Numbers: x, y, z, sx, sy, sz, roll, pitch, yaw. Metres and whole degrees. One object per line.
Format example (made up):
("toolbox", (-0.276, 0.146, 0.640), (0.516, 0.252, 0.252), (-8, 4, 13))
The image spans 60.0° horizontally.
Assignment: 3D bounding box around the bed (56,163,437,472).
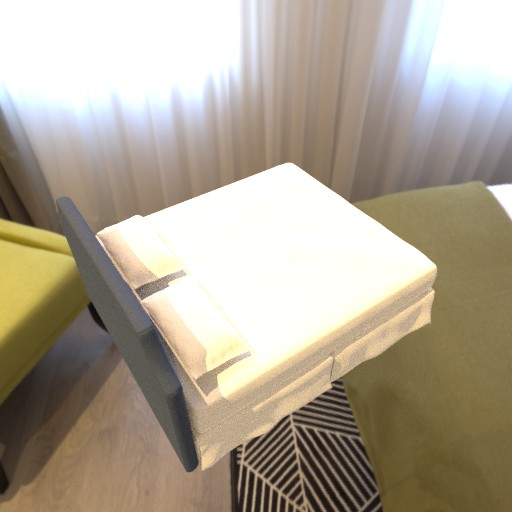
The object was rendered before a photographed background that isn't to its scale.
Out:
("bed", (0.000, 0.000, 4.114), (2.773, 1.488, 2.350), (-25, 49, -25))
